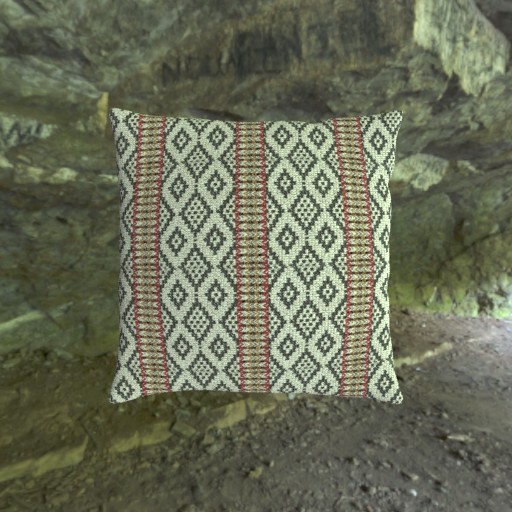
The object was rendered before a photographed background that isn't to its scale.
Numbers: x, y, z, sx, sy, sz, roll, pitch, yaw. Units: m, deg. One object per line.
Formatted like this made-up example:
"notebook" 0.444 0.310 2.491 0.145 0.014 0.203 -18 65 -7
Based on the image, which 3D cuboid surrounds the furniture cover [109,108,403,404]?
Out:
"furniture cover" 0.000 0.000 0.763 0.503 0.506 0.182 0 0 0
